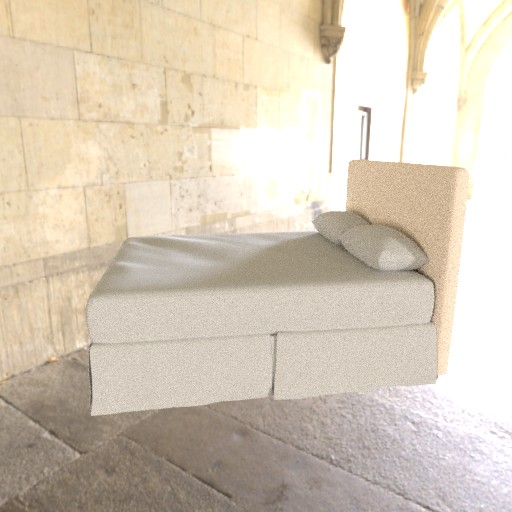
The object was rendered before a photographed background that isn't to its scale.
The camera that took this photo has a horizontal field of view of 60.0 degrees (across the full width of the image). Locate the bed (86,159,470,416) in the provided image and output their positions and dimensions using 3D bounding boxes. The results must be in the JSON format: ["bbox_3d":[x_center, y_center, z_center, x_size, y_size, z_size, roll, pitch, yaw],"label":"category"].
[{"bbox_3d":[0.000,0.000,3.210,2.142,1.330,1.748,-2,14,-8],"label":"bed"}]
